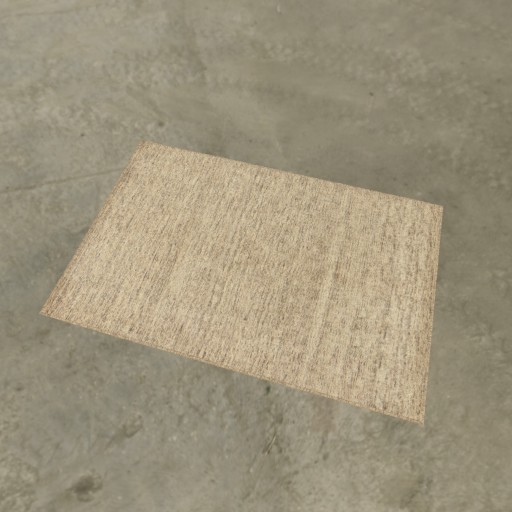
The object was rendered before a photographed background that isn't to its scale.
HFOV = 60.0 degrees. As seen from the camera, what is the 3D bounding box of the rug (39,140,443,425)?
[{"bbox_3d":[0.000,0.000,2.304,1.822,0.018,1.211,14,60,8],"label":"rug"}]
